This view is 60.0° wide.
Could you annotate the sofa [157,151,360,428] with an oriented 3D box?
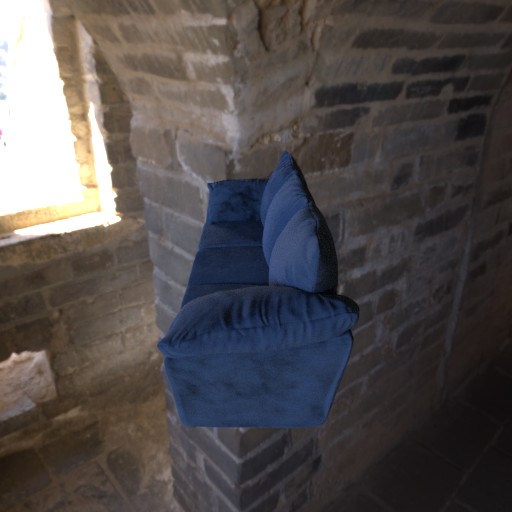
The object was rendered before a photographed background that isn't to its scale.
[{"bbox_3d":[0.000,0.000,2.994,0.907,1.091,2.390,0,25,0],"label":"sofa"}]
